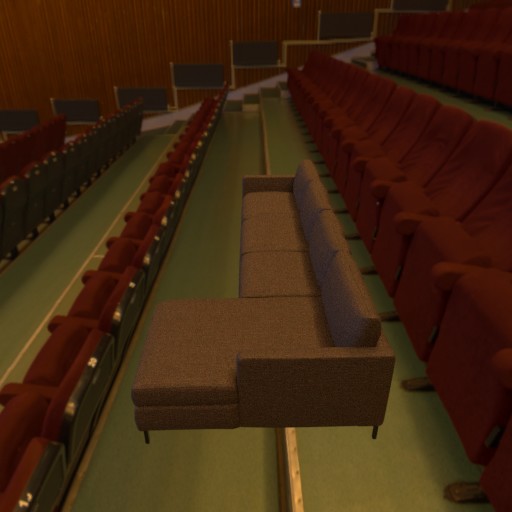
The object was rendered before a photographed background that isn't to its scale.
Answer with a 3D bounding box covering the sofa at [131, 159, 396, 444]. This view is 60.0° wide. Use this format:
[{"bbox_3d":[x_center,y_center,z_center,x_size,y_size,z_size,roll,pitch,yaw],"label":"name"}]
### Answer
[{"bbox_3d":[0.000,0.000,3.872,1.483,0.892,3.221,0,28,-1],"label":"sofa"}]
